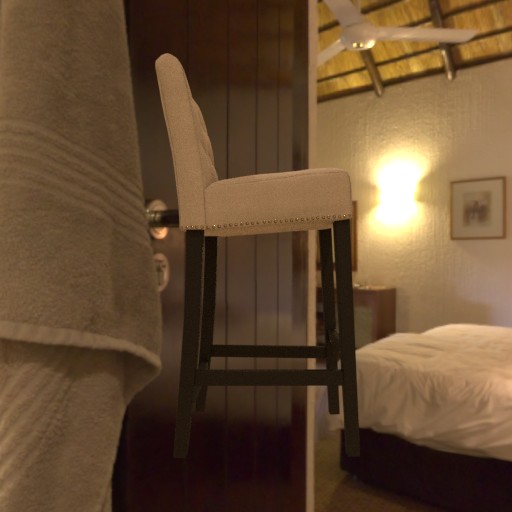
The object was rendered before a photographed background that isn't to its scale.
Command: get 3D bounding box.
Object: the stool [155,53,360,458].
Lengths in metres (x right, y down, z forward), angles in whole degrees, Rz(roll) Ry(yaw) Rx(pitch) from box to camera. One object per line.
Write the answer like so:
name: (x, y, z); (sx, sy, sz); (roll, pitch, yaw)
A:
stool: (0.000, 0.000, 1.331); (0.548, 1.047, 0.411); (0, 0, 1)
